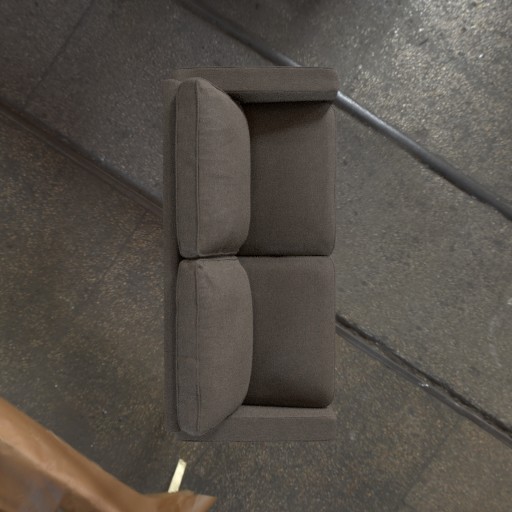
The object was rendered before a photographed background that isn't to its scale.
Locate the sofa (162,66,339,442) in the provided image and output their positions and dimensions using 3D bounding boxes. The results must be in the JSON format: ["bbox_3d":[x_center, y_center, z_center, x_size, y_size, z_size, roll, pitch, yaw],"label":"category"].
[{"bbox_3d":[0.000,0.000,2.575,0.940,0.919,2.080,0,92,-1],"label":"sofa"}]
